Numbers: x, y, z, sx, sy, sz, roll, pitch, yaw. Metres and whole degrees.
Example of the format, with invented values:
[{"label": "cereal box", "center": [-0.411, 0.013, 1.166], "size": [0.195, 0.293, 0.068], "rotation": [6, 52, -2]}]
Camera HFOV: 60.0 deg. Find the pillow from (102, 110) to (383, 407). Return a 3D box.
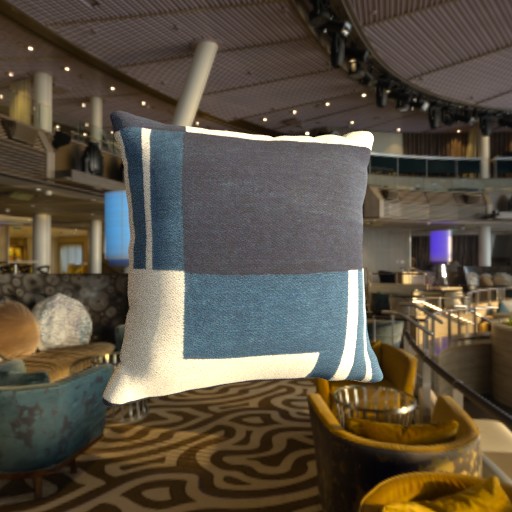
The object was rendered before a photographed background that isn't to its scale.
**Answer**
[{"label": "pillow", "center": [0.000, 0.000, 0.822], "size": [0.536, 0.506, 0.229], "rotation": [0, -1, -18]}]
